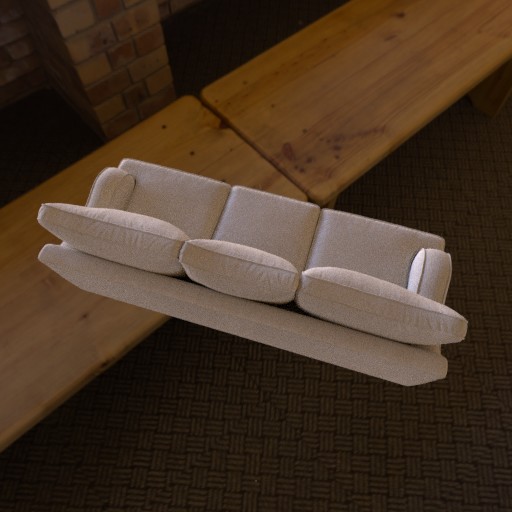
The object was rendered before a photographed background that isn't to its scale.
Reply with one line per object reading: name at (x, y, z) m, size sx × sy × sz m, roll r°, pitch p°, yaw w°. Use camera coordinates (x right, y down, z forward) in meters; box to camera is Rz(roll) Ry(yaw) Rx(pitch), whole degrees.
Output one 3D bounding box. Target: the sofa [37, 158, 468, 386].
sofa at (0.000, 0.000, 2.808) m, size 2.323 × 0.991 × 1.016 m, roll 15°, pitch 64°, yaw 8°
